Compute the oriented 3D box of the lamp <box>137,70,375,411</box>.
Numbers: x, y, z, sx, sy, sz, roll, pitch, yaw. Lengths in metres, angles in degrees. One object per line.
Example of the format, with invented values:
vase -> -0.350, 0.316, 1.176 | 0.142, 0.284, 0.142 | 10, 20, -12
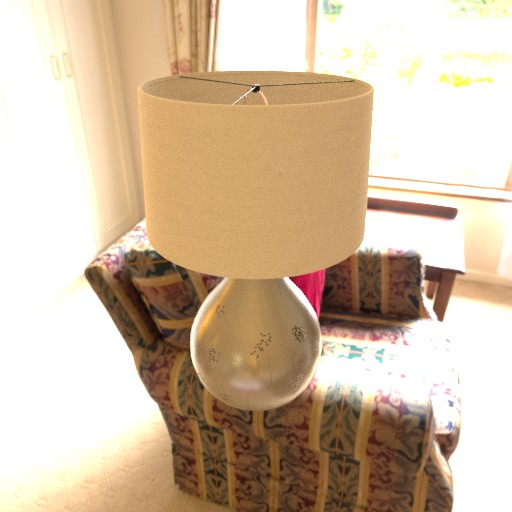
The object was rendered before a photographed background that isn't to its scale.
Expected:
lamp -> 0.000, 0.000, 0.713 | 0.330, 0.521, 0.330 | 0, 29, 0
